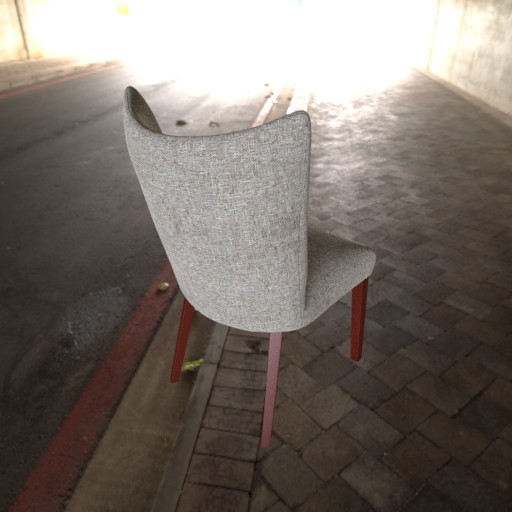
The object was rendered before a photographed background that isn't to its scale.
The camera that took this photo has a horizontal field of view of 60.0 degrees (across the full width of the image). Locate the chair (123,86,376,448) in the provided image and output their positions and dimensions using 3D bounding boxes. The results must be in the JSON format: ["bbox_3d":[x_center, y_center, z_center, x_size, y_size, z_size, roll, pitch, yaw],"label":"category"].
[{"bbox_3d":[0.000,0.000,1.282,0.535,0.924,0.623,22,36,34],"label":"chair"}]
